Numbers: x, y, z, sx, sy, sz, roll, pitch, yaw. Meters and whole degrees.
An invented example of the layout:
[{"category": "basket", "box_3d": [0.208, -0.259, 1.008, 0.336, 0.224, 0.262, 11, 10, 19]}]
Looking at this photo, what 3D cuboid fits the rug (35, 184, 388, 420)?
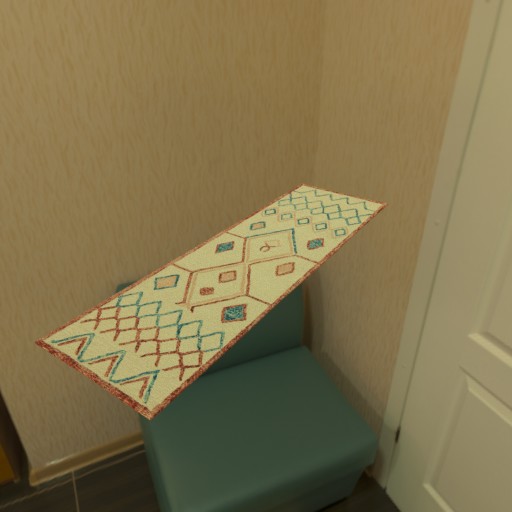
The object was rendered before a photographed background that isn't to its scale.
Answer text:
[{"category": "rug", "box_3d": [0.000, 0.000, 2.687, 0.750, 0.011, 2.435, 19, 35, 30]}]
